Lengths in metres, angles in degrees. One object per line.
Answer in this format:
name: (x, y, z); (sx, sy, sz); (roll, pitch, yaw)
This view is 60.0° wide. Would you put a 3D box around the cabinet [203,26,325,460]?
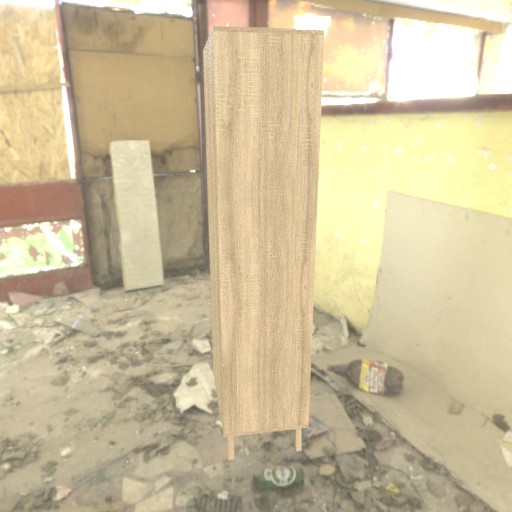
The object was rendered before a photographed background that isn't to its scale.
cabinet: (0.000, 0.000, 2.098); (0.400, 1.850, 0.570); (-3, 17, -10)
